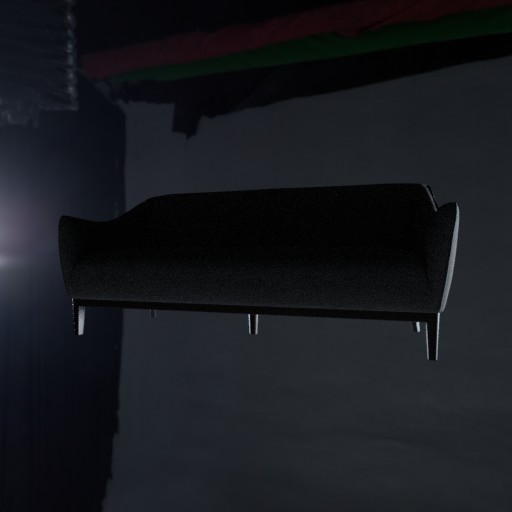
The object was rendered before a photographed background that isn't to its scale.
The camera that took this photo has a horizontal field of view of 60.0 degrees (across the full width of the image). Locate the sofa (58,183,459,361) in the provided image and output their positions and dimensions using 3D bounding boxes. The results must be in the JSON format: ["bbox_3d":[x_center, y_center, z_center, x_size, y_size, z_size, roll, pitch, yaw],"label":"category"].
[{"bbox_3d":[0.000,0.000,2.393,1.928,0.829,0.867,0,0,19],"label":"sofa"}]
